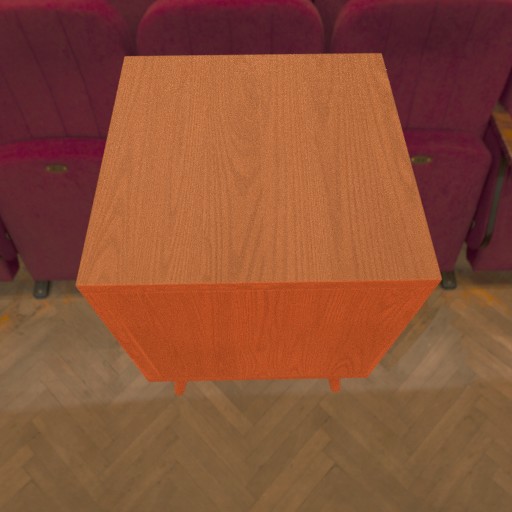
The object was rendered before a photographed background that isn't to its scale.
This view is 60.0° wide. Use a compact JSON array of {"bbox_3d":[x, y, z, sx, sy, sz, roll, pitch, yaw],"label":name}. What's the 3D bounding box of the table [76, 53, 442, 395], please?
[{"bbox_3d":[0.000,0.000,0.821,0.400,0.550,0.400,-1,59,-1],"label":"table"}]
